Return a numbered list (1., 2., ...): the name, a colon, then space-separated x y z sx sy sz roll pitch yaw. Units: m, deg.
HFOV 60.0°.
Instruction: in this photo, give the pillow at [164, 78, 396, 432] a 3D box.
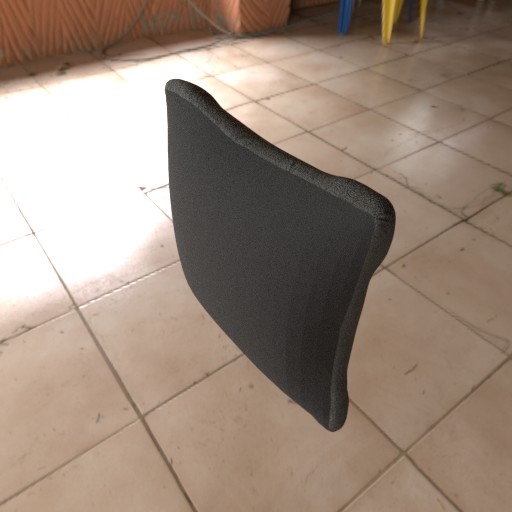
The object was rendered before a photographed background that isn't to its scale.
1. pillow: 0.000 0.000 0.820 0.210 0.523 0.533 -27 49 -27
